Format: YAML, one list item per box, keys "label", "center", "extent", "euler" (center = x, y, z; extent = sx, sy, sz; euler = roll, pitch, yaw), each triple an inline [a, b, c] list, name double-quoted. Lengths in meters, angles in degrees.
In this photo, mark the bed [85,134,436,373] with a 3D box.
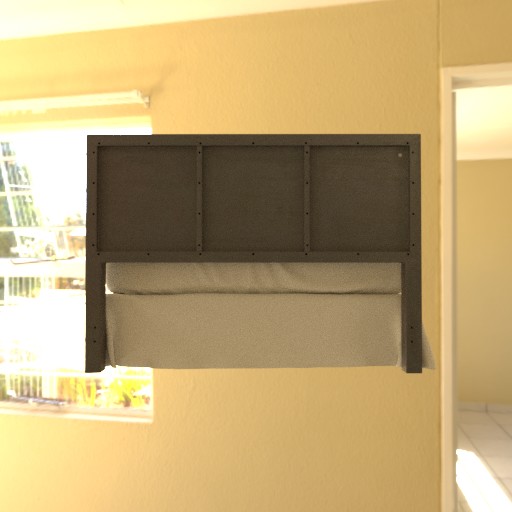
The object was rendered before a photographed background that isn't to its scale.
- label: "bed"
  center: [0.000, 0.000, 3.004]
  extent: [1.772, 1.142, 1.785]
  euler: [0, -1, 0]
